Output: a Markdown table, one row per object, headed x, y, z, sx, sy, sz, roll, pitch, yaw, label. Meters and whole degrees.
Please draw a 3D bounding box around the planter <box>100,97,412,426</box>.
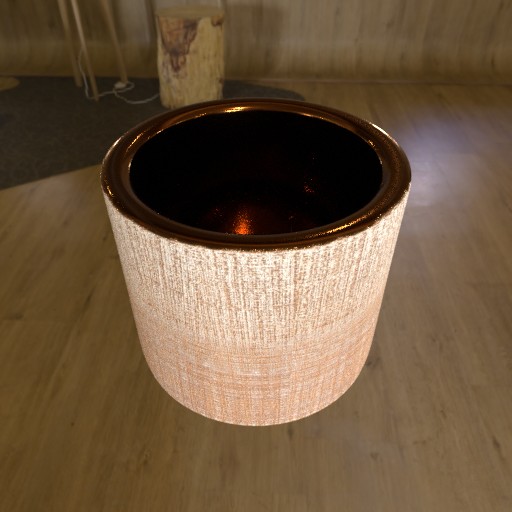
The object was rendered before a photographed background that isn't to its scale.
| x | y | z | sx | sy | sz | roll | pitch | yaw | label |
| --- | --- | --- | --- | --- | --- | --- | --- | --- | --- |
| 0.000 | 0.000 | 0.306 | 0.177 | 0.157 | 0.177 | 0 | 41 | 0 | planter |
